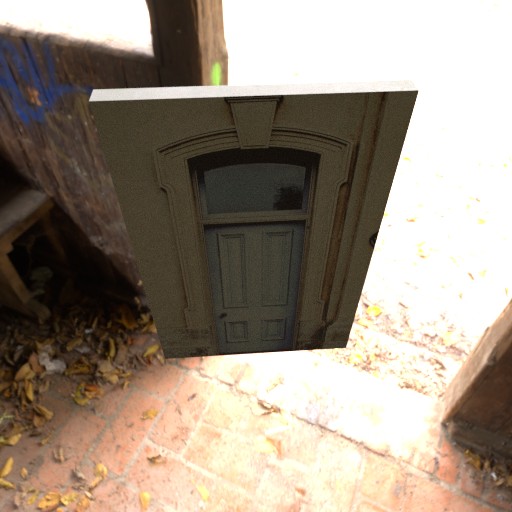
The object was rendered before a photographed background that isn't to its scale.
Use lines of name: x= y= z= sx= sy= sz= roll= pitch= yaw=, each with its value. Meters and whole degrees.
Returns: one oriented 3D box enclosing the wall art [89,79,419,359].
wall art: x=0.000 y=0.000 z=0.972 sx=0.508 sy=0.764 sz=0.038 roll=-3 pitch=47 yaw=-3
